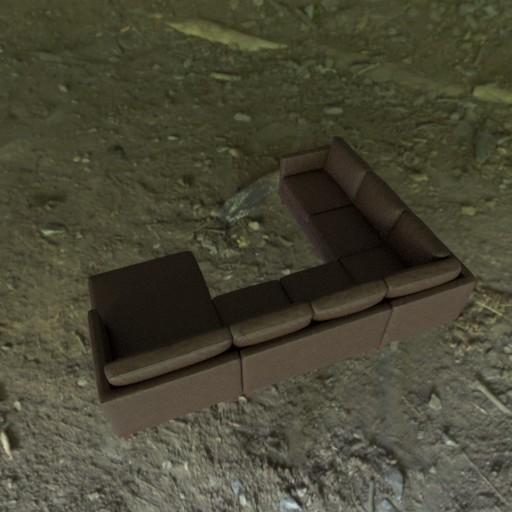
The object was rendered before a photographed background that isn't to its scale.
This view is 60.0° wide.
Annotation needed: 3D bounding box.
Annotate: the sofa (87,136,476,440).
[{"bbox_3d":[0.000,0.000,4.688,3.460,0.923,2.593,-15,48,-14],"label":"sofa"}]
